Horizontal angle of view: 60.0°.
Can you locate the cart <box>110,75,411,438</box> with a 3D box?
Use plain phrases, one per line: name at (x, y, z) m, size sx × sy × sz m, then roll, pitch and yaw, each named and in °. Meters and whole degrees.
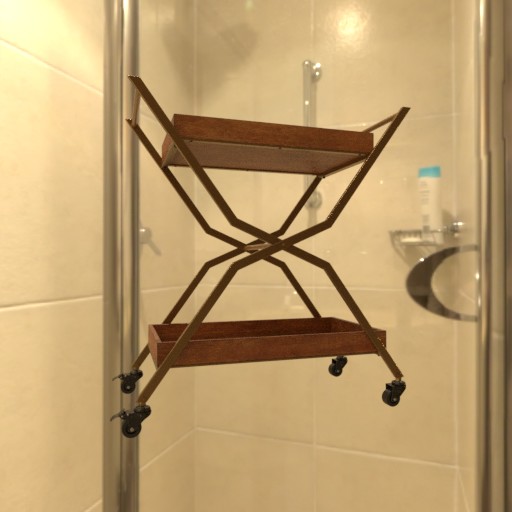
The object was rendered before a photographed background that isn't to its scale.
cart at (0.000, 0.000, 1.349) m, size 0.836 × 0.869 × 0.405 m, roll 0°, pitch -1°, yaw -17°
